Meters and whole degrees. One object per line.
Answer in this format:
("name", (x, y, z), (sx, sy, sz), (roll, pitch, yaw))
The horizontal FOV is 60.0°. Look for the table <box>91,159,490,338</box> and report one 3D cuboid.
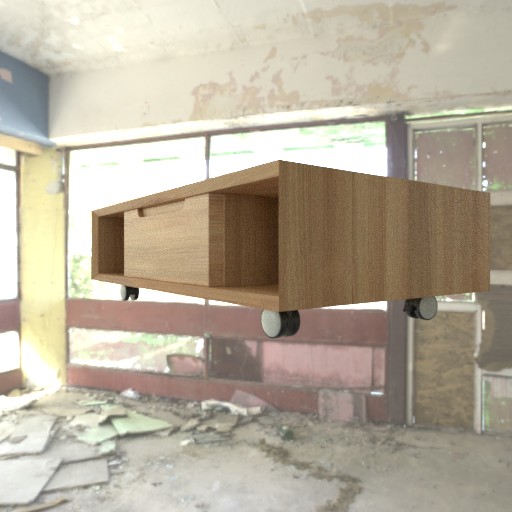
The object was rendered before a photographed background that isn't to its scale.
("table", (0.000, 0.000, 1.387), (0.700, 0.330, 1.100), (0, 0, -36))
